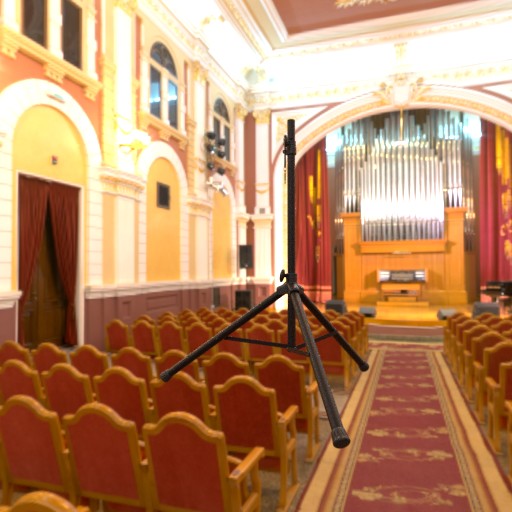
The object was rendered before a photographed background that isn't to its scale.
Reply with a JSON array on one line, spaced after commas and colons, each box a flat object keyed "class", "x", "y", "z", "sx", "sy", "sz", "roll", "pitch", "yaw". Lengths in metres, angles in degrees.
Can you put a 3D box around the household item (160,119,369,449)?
[{"class": "household item", "x": 0.000, "y": 0.000, "z": 1.888, "sx": 0.907, "sy": 1.136, "sz": 1.045, "roll": -1, "pitch": -2, "yaw": 19}]
